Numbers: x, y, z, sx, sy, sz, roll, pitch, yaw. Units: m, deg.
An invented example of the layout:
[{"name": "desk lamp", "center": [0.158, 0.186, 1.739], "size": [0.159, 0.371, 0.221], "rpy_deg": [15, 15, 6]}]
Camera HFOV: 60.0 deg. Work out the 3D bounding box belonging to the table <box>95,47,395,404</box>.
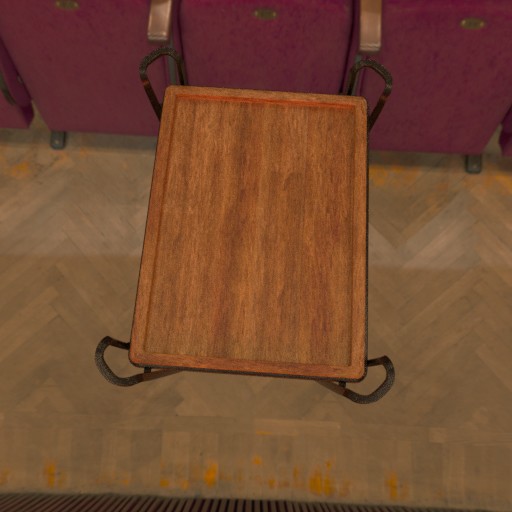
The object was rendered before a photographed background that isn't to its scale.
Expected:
[{"name": "table", "center": [0.000, 0.000, 1.189], "size": [0.505, 0.785, 0.672], "rpy_deg": [4, 76, 1]}]
